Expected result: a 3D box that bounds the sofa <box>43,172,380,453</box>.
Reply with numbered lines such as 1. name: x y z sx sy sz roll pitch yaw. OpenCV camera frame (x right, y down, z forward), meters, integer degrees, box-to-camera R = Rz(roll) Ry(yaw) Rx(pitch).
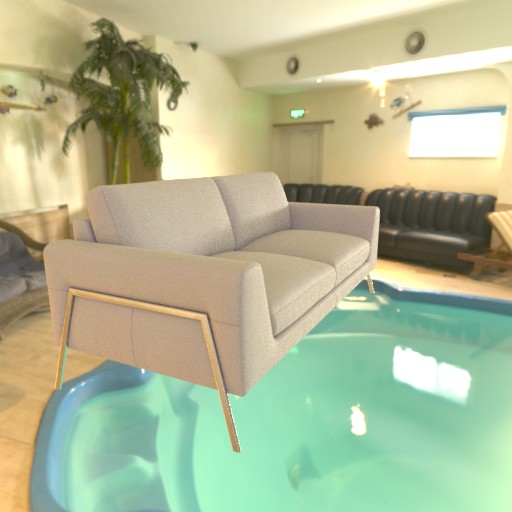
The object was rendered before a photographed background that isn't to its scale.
1. sofa: 0.000 0.000 2.496 0.953 0.875 2.017 7 15 27
